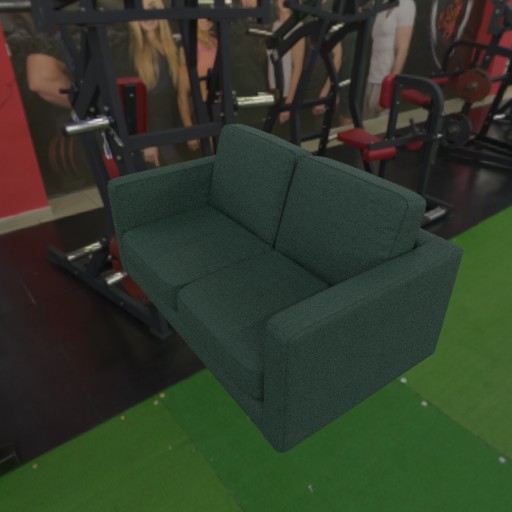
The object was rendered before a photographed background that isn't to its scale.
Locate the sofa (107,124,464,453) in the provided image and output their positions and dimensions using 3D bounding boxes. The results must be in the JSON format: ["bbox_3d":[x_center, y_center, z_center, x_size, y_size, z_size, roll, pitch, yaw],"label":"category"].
[{"bbox_3d":[0.000,0.000,2.035,0.879,0.899,1.430,-21,37,-30],"label":"sofa"}]
